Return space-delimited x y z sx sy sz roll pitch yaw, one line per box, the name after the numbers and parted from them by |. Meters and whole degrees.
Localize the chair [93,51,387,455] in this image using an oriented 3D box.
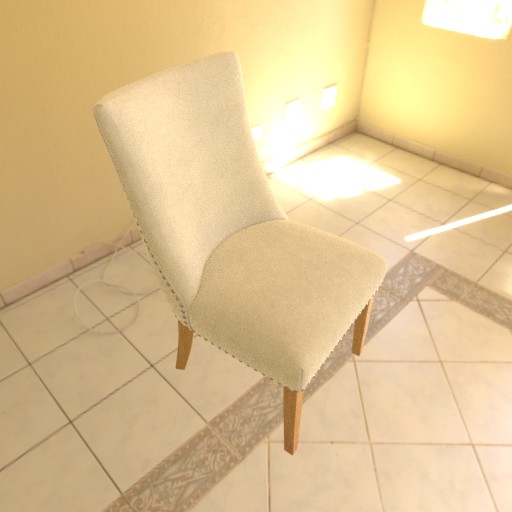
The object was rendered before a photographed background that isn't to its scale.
0.000 0.000 1.237 0.610 0.902 0.495 25 47 27 | chair
